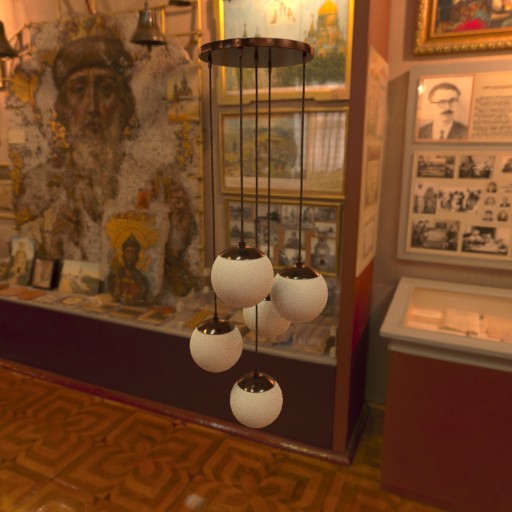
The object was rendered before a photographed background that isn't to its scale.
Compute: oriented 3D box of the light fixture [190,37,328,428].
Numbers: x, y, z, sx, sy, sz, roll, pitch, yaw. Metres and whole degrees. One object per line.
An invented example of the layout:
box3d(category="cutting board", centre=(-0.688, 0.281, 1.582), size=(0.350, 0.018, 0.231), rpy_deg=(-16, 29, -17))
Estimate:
box3d(category="light fixture", centre=(0.000, 0.000, 1.487), size=(0.484, 1.271, 0.489), rpy_deg=(7, 16, 26))
